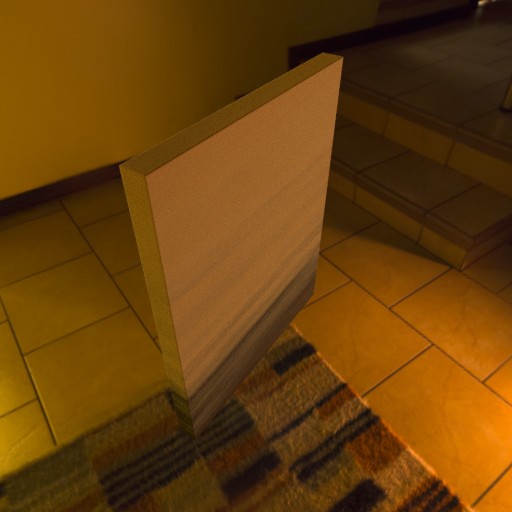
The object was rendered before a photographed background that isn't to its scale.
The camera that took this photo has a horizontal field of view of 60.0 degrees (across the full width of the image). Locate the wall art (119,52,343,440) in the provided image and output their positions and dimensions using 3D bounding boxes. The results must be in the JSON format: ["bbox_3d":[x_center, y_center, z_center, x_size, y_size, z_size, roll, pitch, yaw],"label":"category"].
[{"bbox_3d":[0.000,0.000,0.845,0.040,0.608,0.489,24,47,25],"label":"wall art"}]
